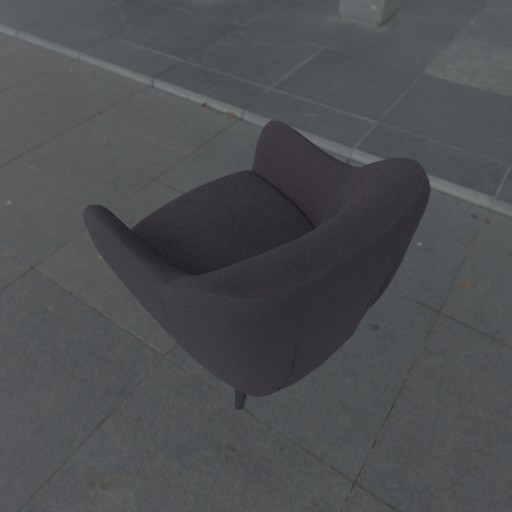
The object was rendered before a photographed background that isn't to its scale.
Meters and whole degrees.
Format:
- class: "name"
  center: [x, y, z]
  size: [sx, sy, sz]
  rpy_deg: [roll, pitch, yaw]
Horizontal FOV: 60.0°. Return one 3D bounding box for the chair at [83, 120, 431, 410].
- class: "chair"
  center: [0.000, 0.000, 1.513]
  size: [0.840, 0.807, 0.819]
  rpy_deg: [-32, 55, -26]
